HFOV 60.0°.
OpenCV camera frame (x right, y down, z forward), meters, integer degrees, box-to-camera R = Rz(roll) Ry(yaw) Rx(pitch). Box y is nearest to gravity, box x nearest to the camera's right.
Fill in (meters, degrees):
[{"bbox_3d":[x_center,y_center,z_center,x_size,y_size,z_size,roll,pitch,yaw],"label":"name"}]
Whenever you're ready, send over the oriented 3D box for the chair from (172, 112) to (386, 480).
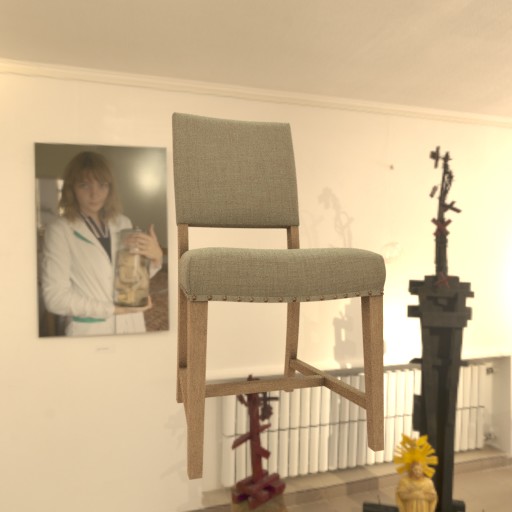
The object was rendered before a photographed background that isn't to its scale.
[{"bbox_3d":[0.000,0.000,1.336,0.508,0.986,0.622,0,0,-17],"label":"chair"}]
